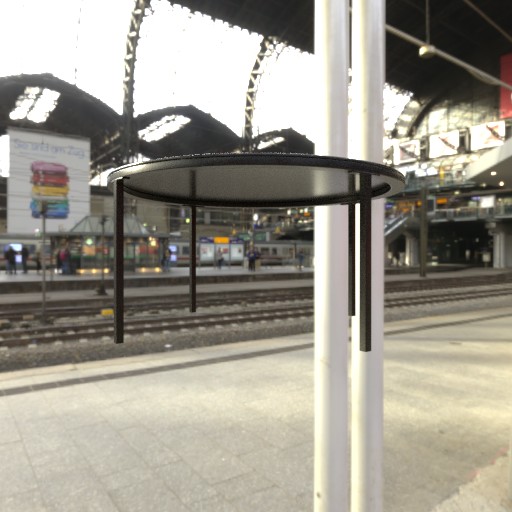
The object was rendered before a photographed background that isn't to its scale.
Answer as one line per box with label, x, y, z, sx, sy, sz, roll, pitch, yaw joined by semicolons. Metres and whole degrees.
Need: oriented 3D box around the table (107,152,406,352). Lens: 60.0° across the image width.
table;0.000;0.000;1.251;0.800;0.400;0.800;0;0;0
